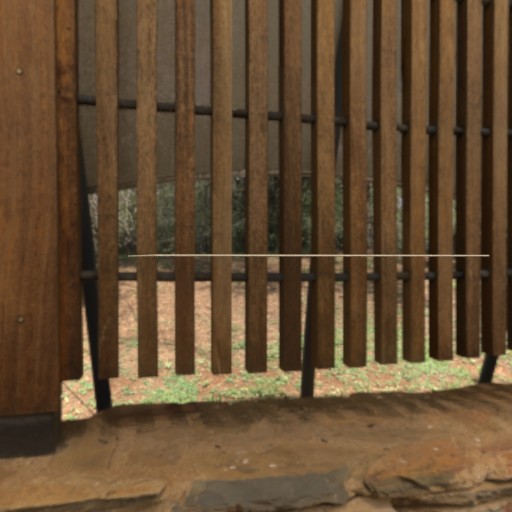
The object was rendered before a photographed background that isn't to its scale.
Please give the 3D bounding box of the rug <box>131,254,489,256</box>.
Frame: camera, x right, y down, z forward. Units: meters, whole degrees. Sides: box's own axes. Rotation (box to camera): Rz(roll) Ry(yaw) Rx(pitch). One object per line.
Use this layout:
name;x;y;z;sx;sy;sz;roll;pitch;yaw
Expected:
rug;0.000;0.000;2.896;1.523;0.006;2.289;0;0;-19
